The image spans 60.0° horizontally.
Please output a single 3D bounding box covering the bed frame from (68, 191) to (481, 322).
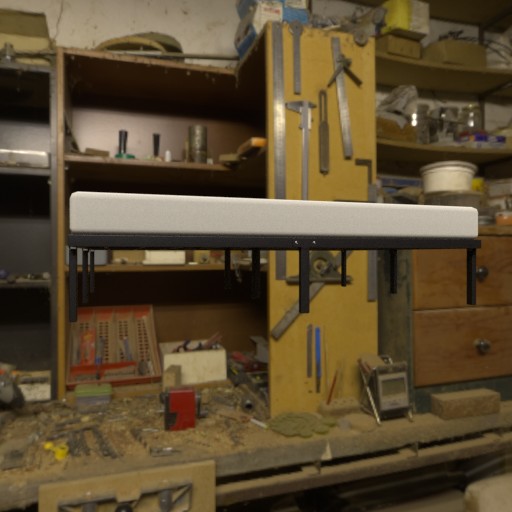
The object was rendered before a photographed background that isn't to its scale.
[{"bbox_3d":[0.000,0.000,3.593,2.635,0.680,1.990,0,0,-17],"label":"bed frame"}]
